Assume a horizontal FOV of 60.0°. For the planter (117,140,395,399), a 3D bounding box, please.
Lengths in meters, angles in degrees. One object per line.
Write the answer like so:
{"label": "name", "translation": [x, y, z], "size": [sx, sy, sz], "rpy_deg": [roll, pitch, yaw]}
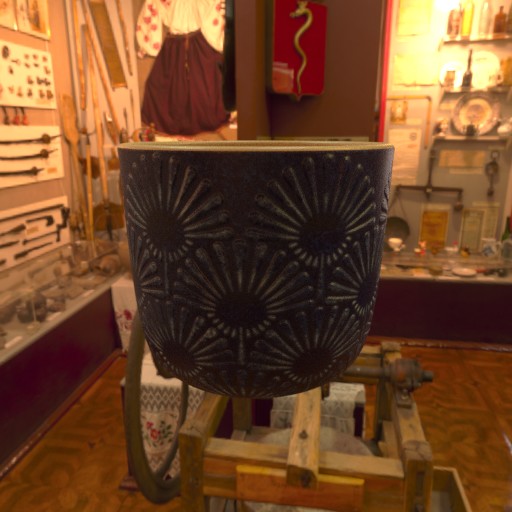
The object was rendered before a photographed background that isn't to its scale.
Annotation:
{"label": "planter", "translation": [0.000, 0.000, 0.221], "size": [0.124, 0.109, 0.124], "rpy_deg": [0, 16, 0]}
